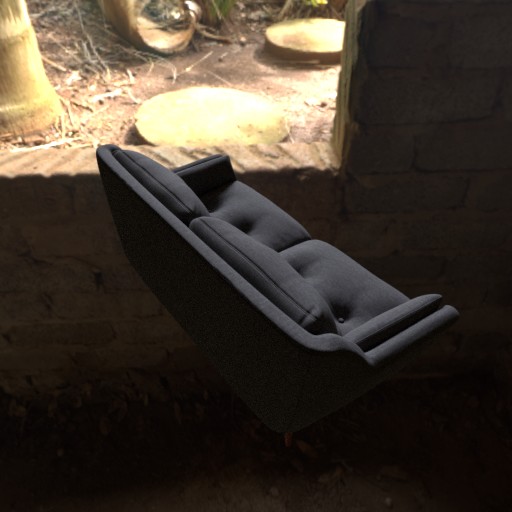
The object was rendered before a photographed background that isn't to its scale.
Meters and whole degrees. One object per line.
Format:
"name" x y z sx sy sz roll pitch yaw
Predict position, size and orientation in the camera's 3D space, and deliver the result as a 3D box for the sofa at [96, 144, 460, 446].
"sofa" 0.000 0.000 2.418 0.975 0.896 1.929 -26 47 -28
